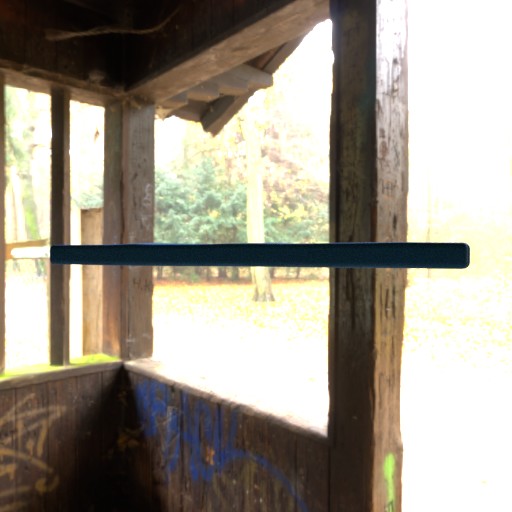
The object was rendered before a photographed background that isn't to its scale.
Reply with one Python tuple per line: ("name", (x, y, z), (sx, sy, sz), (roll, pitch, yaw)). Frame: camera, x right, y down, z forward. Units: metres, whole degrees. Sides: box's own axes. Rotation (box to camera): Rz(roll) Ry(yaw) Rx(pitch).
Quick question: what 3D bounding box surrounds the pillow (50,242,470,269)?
("pillow", (0.000, 0.000, 1.371), (1.187, 0.081, 0.492), (0, 1, 18))
